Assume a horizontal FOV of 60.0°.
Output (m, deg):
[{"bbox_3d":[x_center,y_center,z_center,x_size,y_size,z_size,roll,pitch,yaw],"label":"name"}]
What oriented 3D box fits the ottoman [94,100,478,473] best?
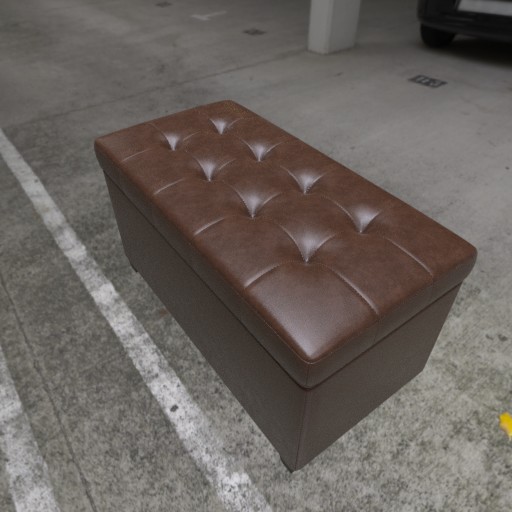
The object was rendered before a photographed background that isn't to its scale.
[{"bbox_3d":[0.000,0.000,1.110,0.432,0.470,0.838,-27,49,-26],"label":"ottoman"}]
